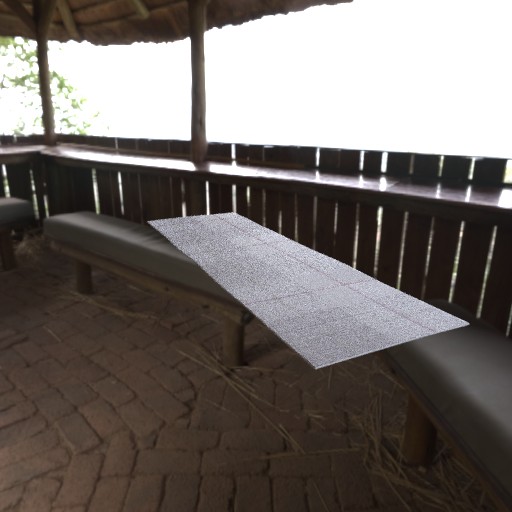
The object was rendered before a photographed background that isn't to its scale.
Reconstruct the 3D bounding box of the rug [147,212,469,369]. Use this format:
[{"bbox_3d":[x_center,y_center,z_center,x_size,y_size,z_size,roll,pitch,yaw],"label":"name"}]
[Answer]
[{"bbox_3d":[0.000,0.000,2.715,0.762,0.013,2.439,-9,20,-25],"label":"rug"}]
